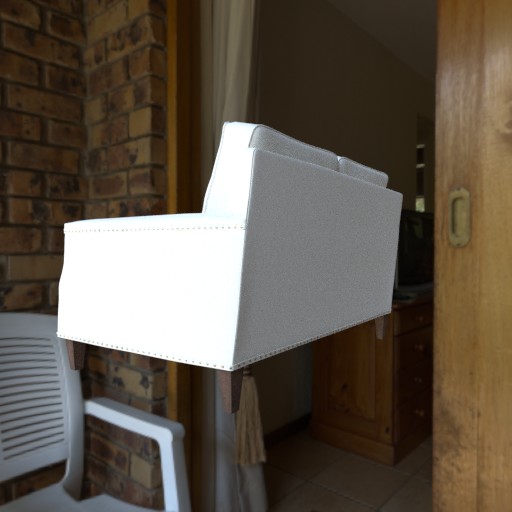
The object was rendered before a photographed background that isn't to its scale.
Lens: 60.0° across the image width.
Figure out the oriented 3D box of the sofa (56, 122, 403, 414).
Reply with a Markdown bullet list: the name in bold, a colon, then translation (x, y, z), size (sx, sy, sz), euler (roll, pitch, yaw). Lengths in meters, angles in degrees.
- **sofa**: translation (0.000, 0.000, 2.297), size (1.084, 1.003, 1.597), euler (1, 1, 35)
